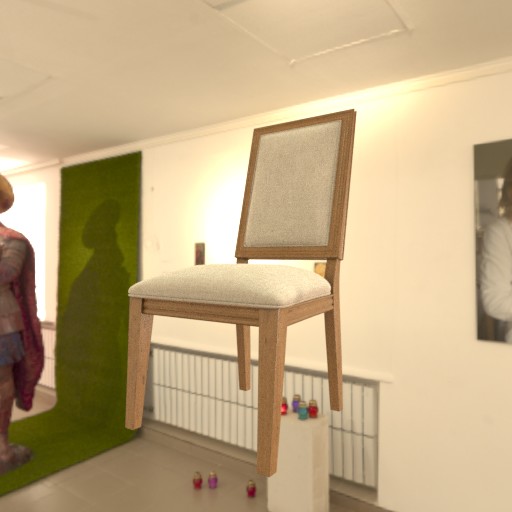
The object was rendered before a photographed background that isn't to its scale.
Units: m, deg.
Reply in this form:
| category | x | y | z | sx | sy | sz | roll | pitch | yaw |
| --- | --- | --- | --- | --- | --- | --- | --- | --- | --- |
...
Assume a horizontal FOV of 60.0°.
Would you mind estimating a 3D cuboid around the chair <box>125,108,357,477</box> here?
| category | x | y | z | sx | sy | sz | roll | pitch | yaw |
| --- | --- | --- | --- | --- | --- | --- | --- | --- | --- |
| chair | 0.000 | 0.000 | 1.378 | 0.536 | 0.988 | 0.601 | 0 | 0 | 35 |
